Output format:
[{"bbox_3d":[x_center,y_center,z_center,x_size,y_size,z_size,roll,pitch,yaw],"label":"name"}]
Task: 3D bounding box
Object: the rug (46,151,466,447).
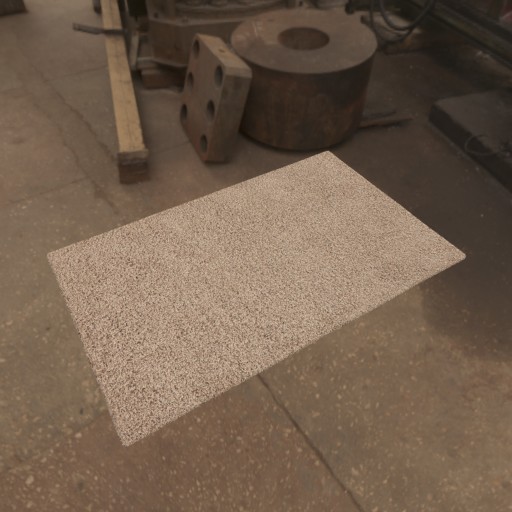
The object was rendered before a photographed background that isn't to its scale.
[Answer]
[{"bbox_3d":[0.000,0.000,3.025,2.438,0.030,1.524,-24,51,-21],"label":"rug"}]
